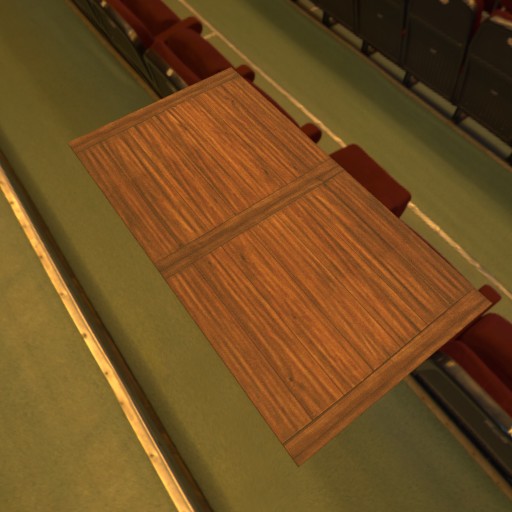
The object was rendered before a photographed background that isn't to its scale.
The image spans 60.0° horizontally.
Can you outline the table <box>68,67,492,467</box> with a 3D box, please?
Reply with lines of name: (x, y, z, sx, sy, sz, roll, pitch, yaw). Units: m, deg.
table: (0.000, 0.000, 2.485, 1.071, 0.793, 1.966, -32, 64, -18)
